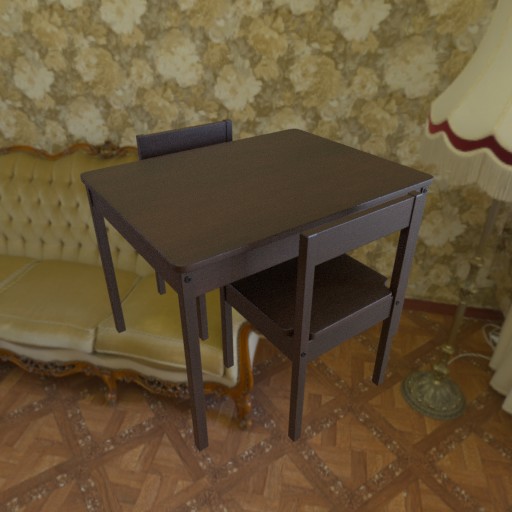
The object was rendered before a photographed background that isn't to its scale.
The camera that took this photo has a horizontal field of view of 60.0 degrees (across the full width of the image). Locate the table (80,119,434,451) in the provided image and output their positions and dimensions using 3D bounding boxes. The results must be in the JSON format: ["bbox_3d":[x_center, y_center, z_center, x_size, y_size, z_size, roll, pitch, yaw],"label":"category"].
[{"bbox_3d":[0.000,0.000,1.117,0.650,0.503,0.672,-21,37,-30],"label":"table"}]
